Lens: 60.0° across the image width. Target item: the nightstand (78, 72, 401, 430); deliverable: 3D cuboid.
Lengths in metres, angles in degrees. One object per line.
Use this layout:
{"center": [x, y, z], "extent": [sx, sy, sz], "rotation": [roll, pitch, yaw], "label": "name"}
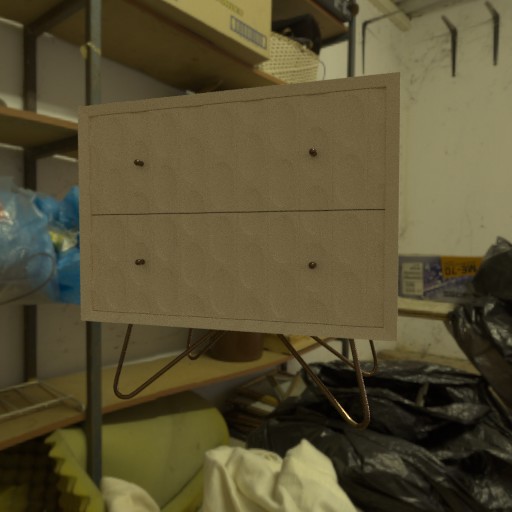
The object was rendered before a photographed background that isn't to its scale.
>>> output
{"center": [0.000, 0.000, 1.005], "extent": [0.614, 0.604, 0.447], "rotation": [1, 2, 18], "label": "nightstand"}
